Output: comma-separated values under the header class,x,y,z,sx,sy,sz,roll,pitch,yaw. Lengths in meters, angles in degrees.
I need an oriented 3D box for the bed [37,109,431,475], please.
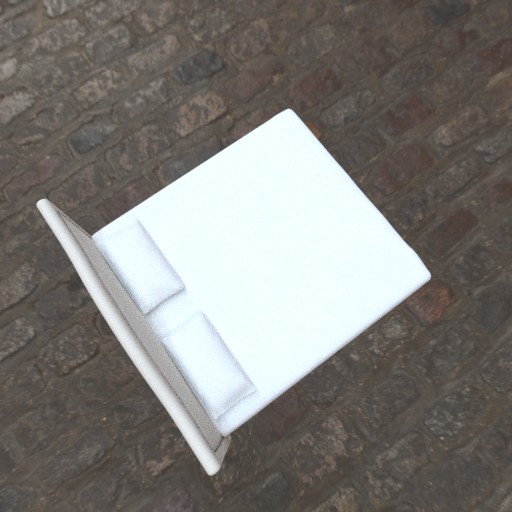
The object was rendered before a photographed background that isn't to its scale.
class,x,y,z,sx,sy,sz,roll,pitch,yaw
bed,0.000,0.000,3.499,2.182,1.421,2.083,-35,78,-9
